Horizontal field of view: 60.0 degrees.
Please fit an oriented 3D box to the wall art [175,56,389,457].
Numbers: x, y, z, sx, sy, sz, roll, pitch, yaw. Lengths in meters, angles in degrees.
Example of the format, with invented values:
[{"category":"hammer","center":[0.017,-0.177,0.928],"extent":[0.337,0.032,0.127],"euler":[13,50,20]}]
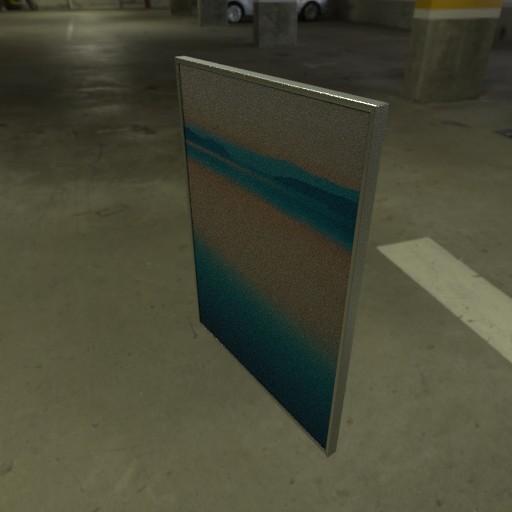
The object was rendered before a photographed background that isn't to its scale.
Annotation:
[{"category":"wall art","center":[0.000,0.000,1.382],"extent":[0.037,1.062,0.801],"euler":[-21,37,-30]}]
